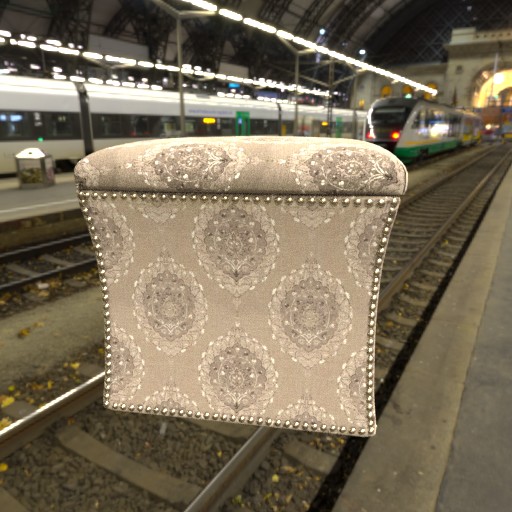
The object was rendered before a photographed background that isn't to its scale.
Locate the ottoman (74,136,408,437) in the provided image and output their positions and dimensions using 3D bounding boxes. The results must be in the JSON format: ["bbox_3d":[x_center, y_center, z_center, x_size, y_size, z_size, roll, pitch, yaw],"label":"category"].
[{"bbox_3d":[0.000,0.000,0.907,0.507,0.473,0.497,3,16,9],"label":"ottoman"}]
